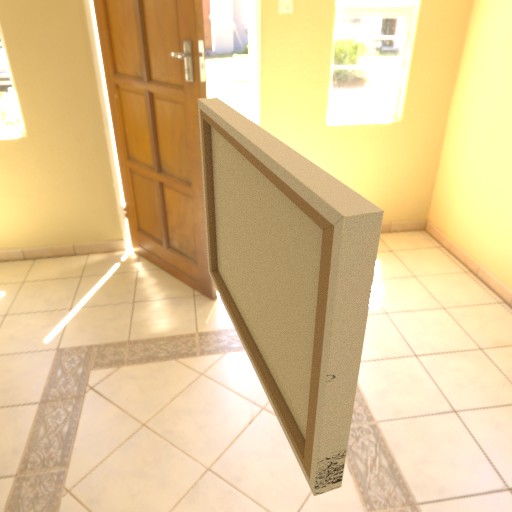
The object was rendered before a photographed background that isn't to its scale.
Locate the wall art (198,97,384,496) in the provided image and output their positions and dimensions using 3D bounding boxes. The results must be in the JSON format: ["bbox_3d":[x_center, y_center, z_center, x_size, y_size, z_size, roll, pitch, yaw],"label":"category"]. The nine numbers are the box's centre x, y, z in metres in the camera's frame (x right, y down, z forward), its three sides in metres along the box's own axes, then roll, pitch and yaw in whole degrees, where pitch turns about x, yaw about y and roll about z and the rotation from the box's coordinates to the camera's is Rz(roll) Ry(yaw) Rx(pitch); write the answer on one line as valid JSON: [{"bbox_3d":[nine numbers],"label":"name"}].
[{"bbox_3d":[0.000,0.000,0.754,0.042,0.414,0.608,-10,31,-16],"label":"wall art"}]
